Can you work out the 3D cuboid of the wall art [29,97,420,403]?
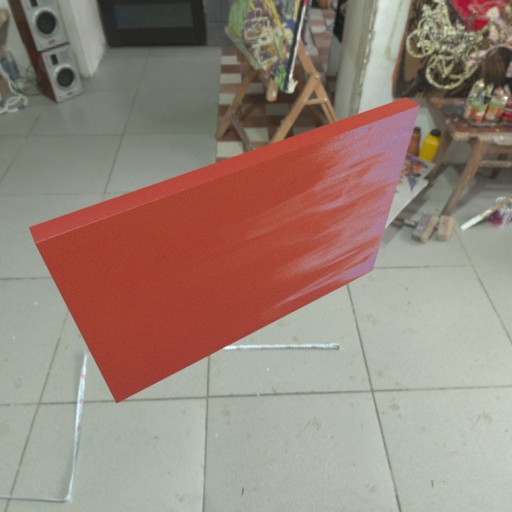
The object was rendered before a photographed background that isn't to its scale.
[{"bbox_3d":[0.000,0.000,0.767,0.607,0.405,0.033,-24,51,-21],"label":"wall art"}]
